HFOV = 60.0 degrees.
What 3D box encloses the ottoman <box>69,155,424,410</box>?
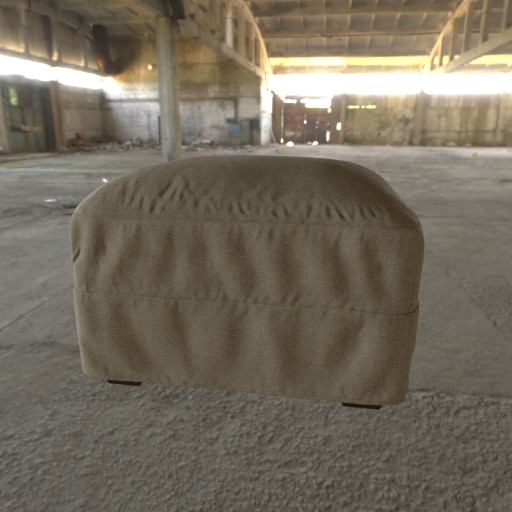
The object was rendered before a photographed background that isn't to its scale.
[{"bbox_3d":[0.000,0.000,1.085,0.712,0.480,0.584,3,17,9],"label":"ottoman"}]
